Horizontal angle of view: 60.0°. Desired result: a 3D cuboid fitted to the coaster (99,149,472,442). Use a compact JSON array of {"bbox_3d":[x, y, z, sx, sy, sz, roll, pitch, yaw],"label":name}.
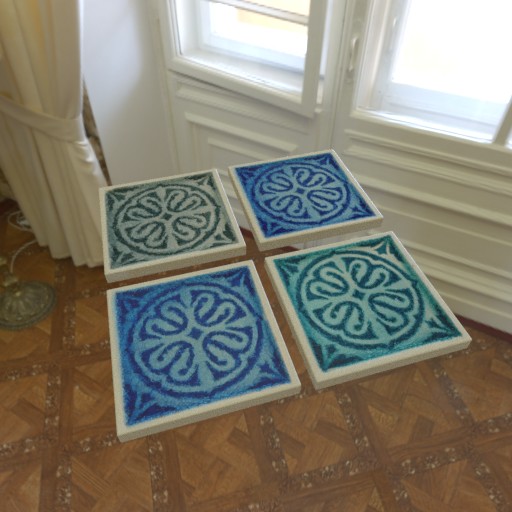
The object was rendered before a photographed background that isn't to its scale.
[{"bbox_3d":[0.000,0.000,0.327,0.214,0.010,0.219,-12,47,-11],"label":"coaster"}]
